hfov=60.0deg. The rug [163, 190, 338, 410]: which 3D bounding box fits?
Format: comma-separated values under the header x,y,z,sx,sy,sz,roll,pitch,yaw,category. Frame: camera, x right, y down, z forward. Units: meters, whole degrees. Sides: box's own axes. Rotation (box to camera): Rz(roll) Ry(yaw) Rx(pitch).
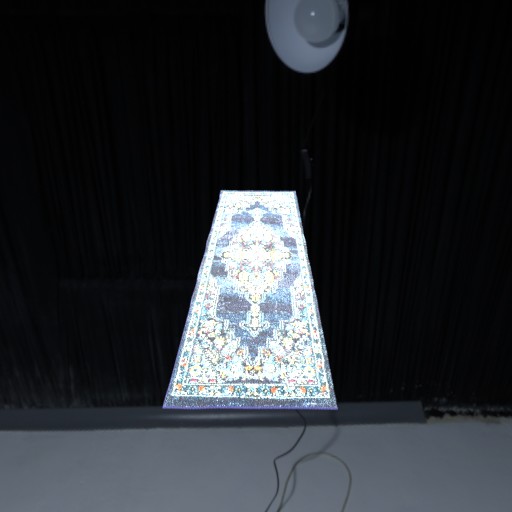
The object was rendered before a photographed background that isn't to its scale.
x,y,z,sx,sy,sz,roll,pitch,yaw,category
0.000,0.000,2.517,0.602,0.016,2.283,0,27,1,rug
